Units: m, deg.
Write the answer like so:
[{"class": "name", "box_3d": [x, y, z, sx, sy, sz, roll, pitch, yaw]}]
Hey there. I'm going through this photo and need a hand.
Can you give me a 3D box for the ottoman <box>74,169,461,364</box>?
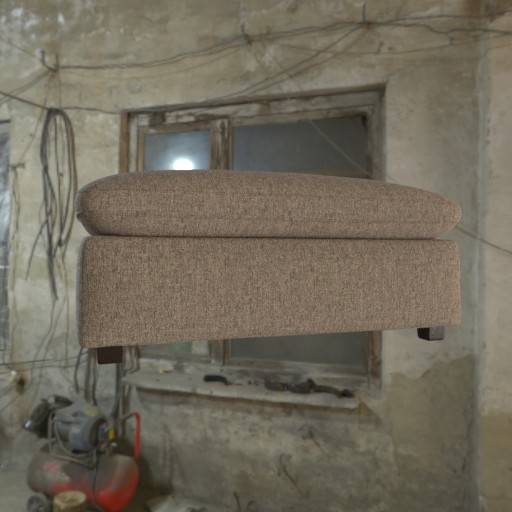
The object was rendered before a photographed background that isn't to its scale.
[{"class": "ottoman", "box_3d": [0.000, 0.000, 1.337, 0.977, 0.451, 0.694, 0, 0, -17]}]
